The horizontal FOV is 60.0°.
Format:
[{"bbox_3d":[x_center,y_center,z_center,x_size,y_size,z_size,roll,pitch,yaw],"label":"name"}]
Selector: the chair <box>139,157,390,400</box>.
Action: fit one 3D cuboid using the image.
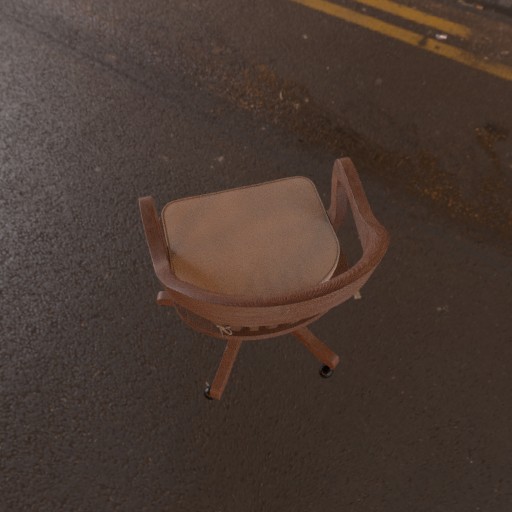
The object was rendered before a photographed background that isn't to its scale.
[{"bbox_3d":[0.000,0.000,1.433,0.750,0.878,0.788,-13,58,-8],"label":"chair"}]
